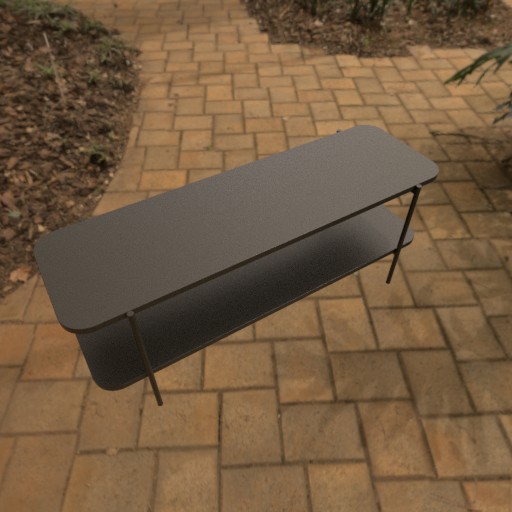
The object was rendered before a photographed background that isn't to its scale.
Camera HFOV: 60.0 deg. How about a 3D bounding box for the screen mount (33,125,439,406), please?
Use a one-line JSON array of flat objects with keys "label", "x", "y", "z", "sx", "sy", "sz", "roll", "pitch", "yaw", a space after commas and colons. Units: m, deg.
[{"label": "screen mount", "x": 0.000, "y": 0.000, "z": 1.451, "sx": 1.200, "sy": 0.447, "sz": 0.400, "roll": -24, "pitch": 50, "yaw": -21}]
